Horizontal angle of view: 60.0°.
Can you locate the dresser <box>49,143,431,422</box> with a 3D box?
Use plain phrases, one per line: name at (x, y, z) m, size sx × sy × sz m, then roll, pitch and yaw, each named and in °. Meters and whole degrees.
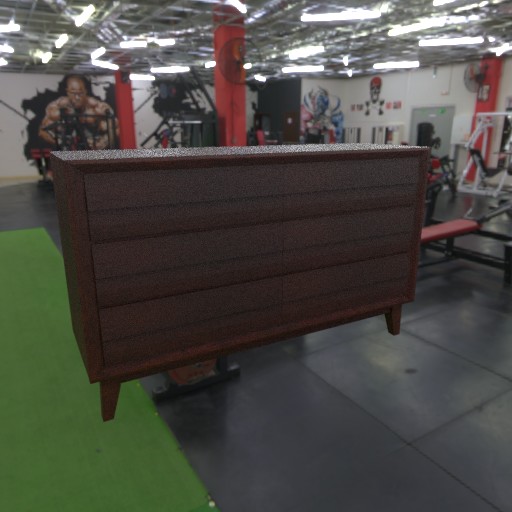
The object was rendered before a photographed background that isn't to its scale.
dresser at (0.000, 0.000, 2.068) m, size 1.609 × 0.971 × 0.499 m, roll -9°, pitch 19°, yaw -27°
